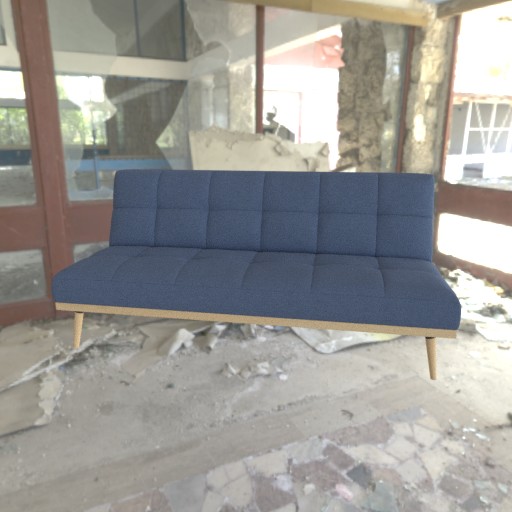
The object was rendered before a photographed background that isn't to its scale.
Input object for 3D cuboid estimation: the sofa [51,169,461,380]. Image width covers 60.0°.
[{"bbox_3d":[0.000,0.000,2.243,1.800,0.800,0.796,3,16,10],"label":"sofa"}]
